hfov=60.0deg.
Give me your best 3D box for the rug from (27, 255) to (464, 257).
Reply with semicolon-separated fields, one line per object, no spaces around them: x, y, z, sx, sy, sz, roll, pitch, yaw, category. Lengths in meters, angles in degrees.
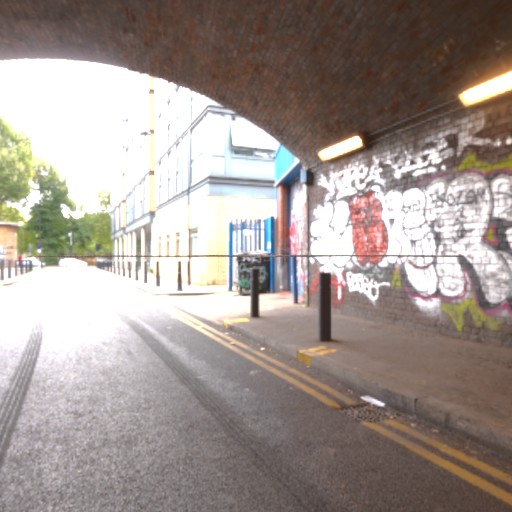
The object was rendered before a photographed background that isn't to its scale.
0.000;0.000;2.217;1.754;0.010;1.148;0;0;17;rug
